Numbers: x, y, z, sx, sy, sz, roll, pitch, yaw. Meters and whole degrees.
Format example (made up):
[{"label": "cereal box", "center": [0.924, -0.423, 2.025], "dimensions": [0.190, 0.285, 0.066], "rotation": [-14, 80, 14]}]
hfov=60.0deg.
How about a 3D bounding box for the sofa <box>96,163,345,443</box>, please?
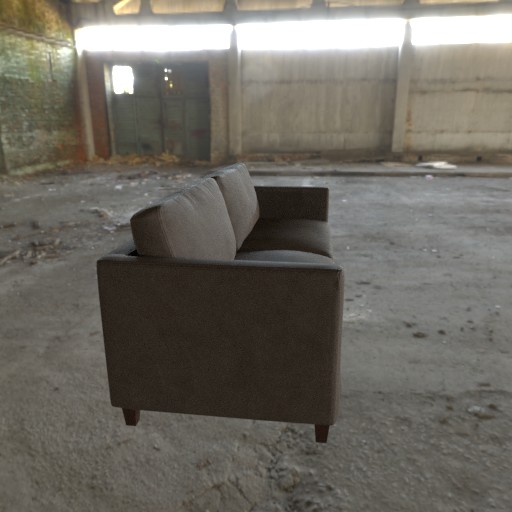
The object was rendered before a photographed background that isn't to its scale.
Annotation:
[{"label": "sofa", "center": [0.000, 0.000, 2.690], "dimensions": [0.951, 0.965, 2.208], "rotation": [2, 17, 7]}]
